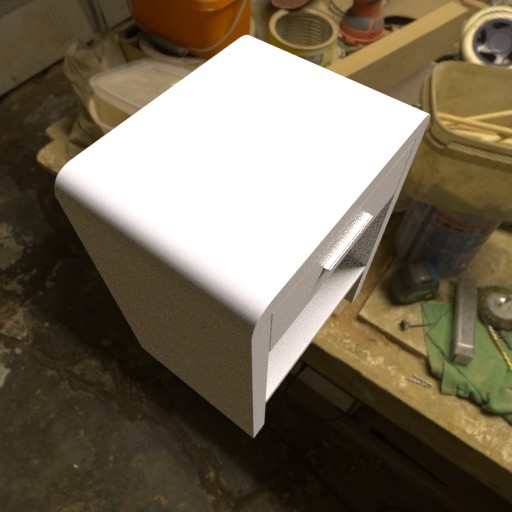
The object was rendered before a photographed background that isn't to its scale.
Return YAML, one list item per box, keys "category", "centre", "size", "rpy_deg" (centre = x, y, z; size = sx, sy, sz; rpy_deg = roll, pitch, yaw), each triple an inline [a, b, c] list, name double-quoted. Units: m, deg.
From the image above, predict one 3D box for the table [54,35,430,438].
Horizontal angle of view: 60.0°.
- category: "table"
  centre: [0.000, 0.000, 0.865]
  size: [0.350, 0.590, 0.450]
  rpy_deg: [33, 63, 19]
